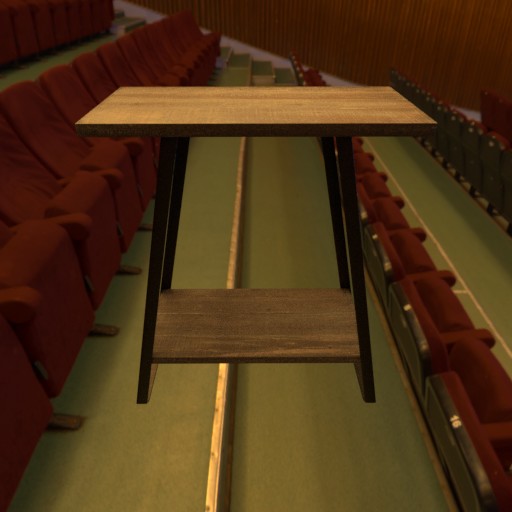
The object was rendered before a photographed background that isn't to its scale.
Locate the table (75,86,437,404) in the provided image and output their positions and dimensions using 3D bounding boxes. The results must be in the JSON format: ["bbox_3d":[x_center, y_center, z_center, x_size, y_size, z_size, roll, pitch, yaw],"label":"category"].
[{"bbox_3d":[0.000,0.000,1.043,0.599,0.701,0.300,0,32,0],"label":"table"}]
